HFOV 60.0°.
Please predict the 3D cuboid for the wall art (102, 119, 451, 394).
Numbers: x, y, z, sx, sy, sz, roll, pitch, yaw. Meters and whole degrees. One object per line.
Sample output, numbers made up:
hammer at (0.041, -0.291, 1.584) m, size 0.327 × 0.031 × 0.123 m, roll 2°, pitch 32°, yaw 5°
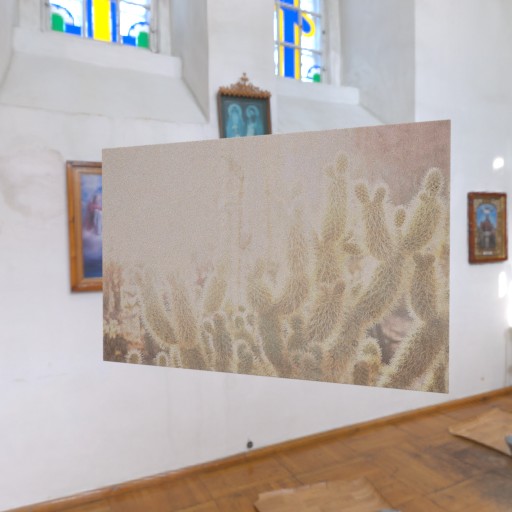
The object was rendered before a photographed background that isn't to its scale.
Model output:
wall art at (0.000, 0.000, 1.143) m, size 0.916 × 0.608 × 0.040 m, roll 0°, pitch 1°, yaw 18°
